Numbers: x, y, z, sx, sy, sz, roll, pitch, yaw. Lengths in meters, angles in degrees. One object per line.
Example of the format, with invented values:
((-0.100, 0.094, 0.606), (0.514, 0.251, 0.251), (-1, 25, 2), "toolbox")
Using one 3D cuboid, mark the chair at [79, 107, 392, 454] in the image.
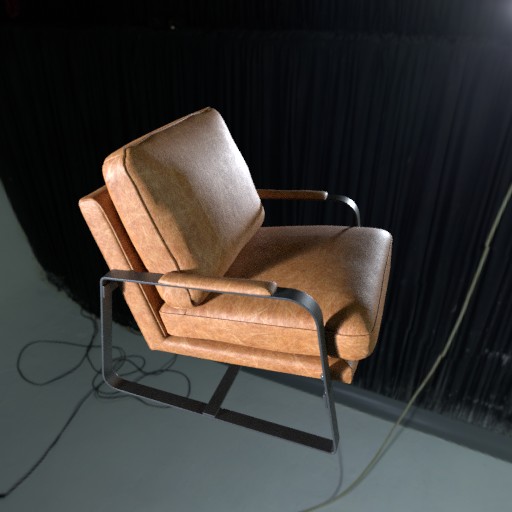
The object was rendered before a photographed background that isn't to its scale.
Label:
((0.000, 0.000, 1.378), (0.801, 0.777, 0.651), (10, 32, 17), "chair")
